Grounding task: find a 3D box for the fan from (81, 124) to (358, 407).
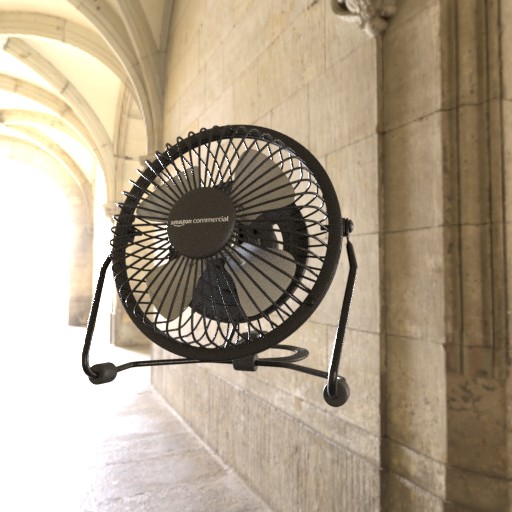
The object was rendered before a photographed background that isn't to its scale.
[{"bbox_3d":[0.000,0.000,0.313,0.153,0.152,0.202,-1,-2,18],"label":"fan"}]
